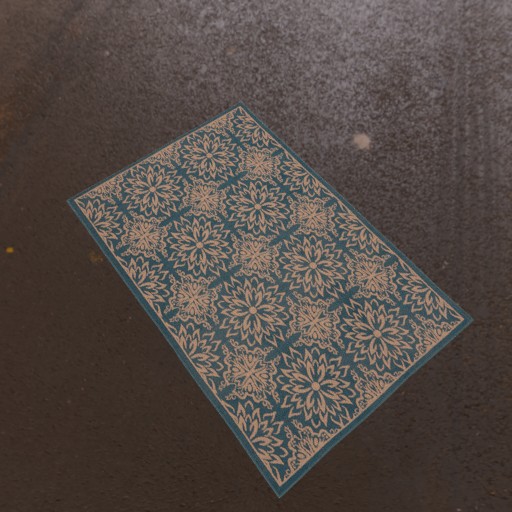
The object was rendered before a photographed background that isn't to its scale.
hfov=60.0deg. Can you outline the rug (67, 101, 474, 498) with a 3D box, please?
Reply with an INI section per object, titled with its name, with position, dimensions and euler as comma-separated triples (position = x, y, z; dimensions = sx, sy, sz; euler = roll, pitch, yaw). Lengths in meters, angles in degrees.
[rug]
position = 0.000, 0.000, 2.279
dimensions = 1.211, 0.012, 1.833
euler = -35, 68, -17
